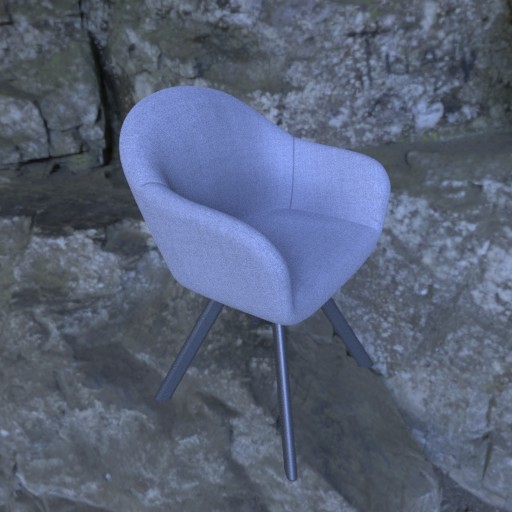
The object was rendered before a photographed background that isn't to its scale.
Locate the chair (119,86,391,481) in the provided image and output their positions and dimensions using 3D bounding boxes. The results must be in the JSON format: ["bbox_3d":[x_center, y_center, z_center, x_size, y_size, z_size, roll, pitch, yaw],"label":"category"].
[{"bbox_3d":[0.000,0.000,1.147,0.550,0.795,0.590,17,32,30],"label":"chair"}]
